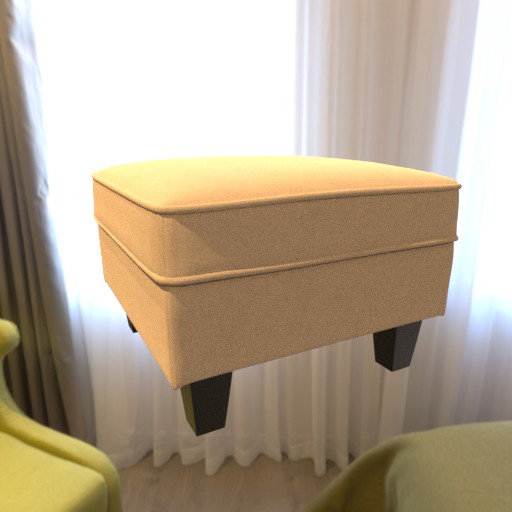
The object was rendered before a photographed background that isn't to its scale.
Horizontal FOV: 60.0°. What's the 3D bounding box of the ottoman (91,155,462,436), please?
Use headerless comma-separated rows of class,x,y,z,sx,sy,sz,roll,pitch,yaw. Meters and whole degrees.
ottoman,0.000,0.000,1.004,0.616,0.438,0.613,-8,18,-27
